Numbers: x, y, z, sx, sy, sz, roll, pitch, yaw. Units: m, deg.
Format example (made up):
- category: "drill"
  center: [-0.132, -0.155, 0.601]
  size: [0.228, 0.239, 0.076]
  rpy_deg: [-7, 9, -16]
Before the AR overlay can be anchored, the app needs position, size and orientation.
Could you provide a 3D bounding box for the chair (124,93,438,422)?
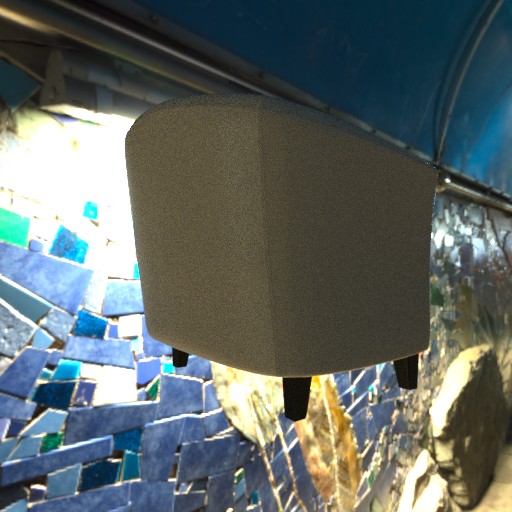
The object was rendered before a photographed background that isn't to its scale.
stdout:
- category: "chair"
  center: [0.000, 0.000, 1.340]
  size: [0.727, 0.756, 0.792]
  rpy_deg: [0, -1, -35]
